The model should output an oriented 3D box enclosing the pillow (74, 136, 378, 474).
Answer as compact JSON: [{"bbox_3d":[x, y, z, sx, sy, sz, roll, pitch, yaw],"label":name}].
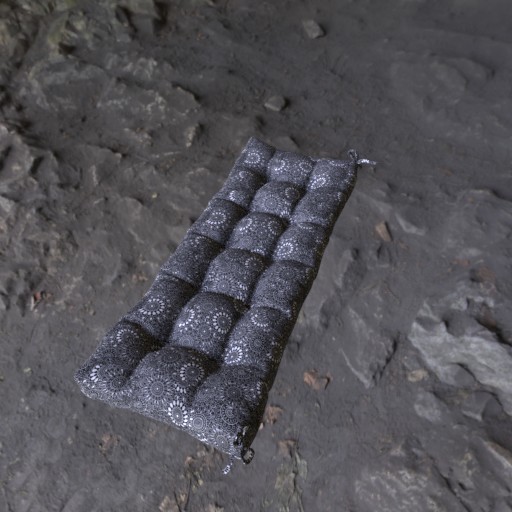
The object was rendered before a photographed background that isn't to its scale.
[{"bbox_3d":[0.000,0.000,1.348,0.511,0.174,1.194,16,49,15],"label":"pillow"}]
